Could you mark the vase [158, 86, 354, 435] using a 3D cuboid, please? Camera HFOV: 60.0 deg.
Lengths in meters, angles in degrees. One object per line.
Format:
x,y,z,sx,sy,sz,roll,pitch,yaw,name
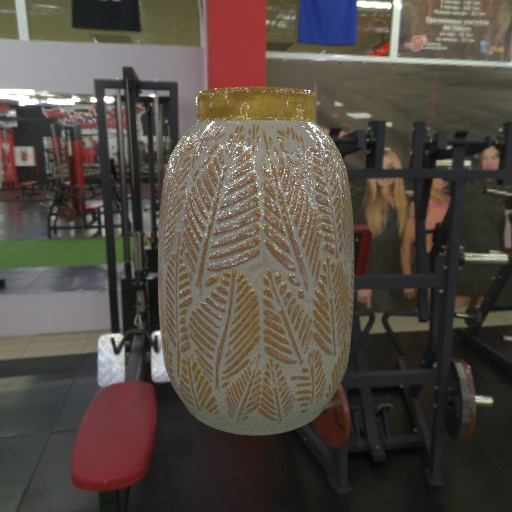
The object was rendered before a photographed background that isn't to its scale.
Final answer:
0.000,0.000,0.391,0.172,0.270,0.172,0,14,0,vase
